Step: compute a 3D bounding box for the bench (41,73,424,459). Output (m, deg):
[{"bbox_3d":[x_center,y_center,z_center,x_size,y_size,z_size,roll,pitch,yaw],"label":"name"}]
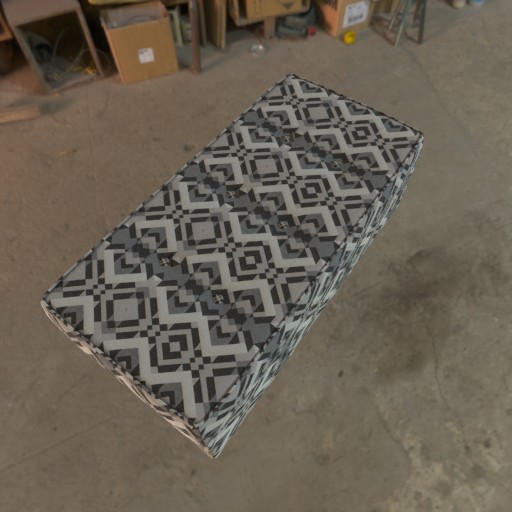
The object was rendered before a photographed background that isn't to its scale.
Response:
[{"bbox_3d":[0.000,0.000,1.306,0.492,0.477,1.016,32,63,18],"label":"bench"}]
